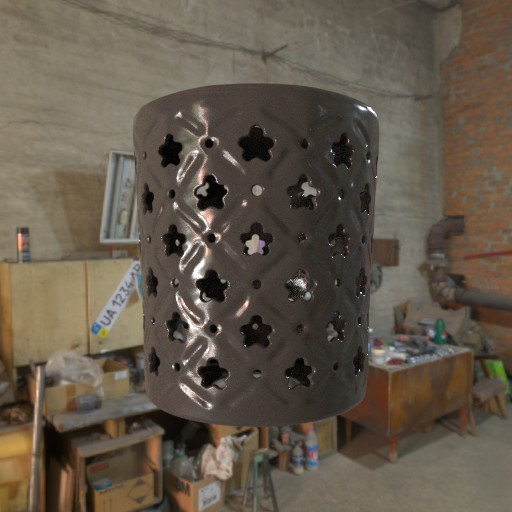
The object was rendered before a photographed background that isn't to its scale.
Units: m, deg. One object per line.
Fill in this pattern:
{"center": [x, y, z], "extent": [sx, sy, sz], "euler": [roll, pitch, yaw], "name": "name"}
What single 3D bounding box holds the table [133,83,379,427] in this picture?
{"center": [0.000, 0.000, 0.653], "extent": [0.352, 0.387, 0.352], "euler": [0, 0, 0], "name": "table"}
